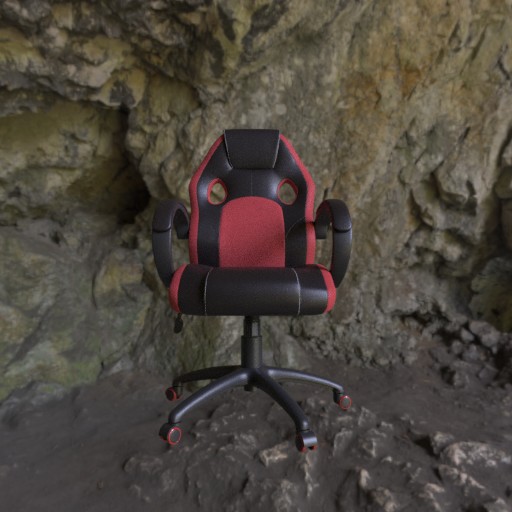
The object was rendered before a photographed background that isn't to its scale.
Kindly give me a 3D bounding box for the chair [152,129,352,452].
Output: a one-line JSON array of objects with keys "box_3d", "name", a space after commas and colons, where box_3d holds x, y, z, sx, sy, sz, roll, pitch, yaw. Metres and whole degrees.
[{"box_3d": [0.000, 0.000, 1.704, 0.750, 1.189, 0.783, 0, -1, -1], "name": "chair"}]
